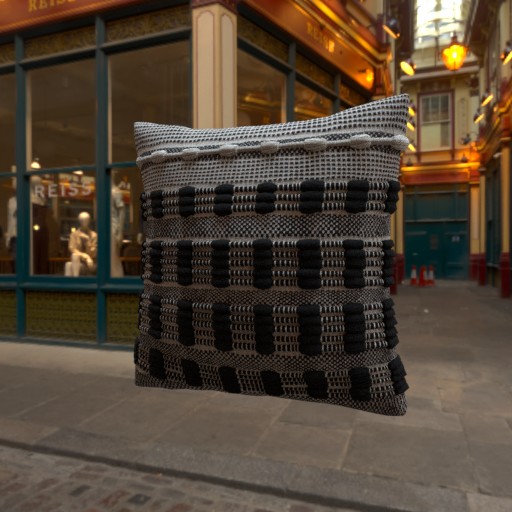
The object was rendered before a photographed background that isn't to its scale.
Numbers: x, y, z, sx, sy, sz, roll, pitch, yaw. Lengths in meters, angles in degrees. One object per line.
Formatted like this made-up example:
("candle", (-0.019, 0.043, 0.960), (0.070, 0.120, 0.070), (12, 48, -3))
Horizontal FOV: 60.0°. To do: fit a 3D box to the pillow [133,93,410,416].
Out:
("pillow", (0.000, 0.000, 0.662), (0.436, 0.438, 0.156), (0, 1, 19))
